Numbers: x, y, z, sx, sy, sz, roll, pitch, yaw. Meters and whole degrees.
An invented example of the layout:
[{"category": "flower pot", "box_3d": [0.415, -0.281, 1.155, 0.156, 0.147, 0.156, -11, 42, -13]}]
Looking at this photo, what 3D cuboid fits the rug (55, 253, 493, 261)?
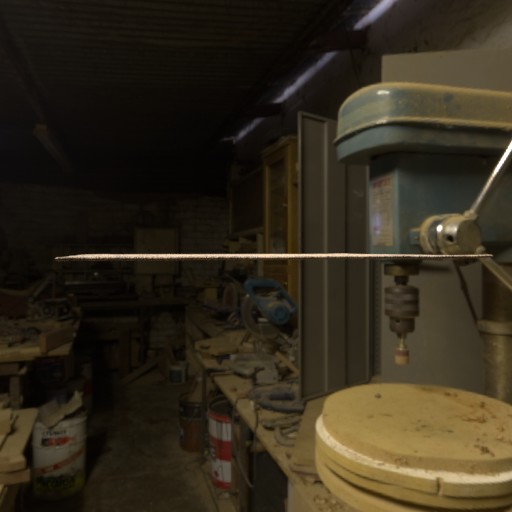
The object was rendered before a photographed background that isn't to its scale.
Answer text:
[{"category": "rug", "box_3d": [0.000, 0.000, 4.194, 3.199, 0.036, 2.414, 0, 1, -17]}]
